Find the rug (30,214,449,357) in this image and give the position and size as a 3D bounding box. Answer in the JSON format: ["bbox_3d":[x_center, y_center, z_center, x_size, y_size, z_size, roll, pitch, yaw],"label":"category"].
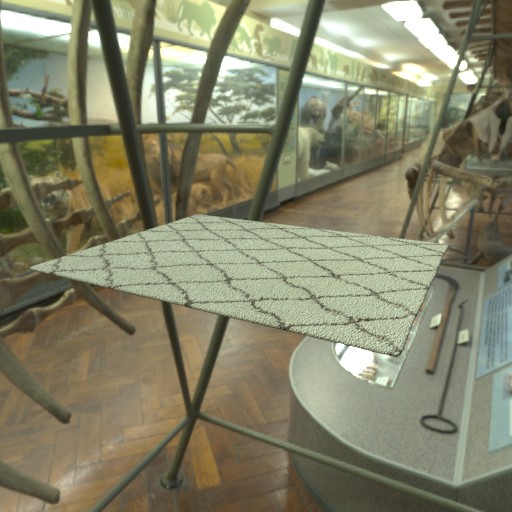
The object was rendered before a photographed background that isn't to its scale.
[{"bbox_3d":[0.000,0.000,4.070,3.047,0.029,2.438,9,20,27],"label":"rug"}]
